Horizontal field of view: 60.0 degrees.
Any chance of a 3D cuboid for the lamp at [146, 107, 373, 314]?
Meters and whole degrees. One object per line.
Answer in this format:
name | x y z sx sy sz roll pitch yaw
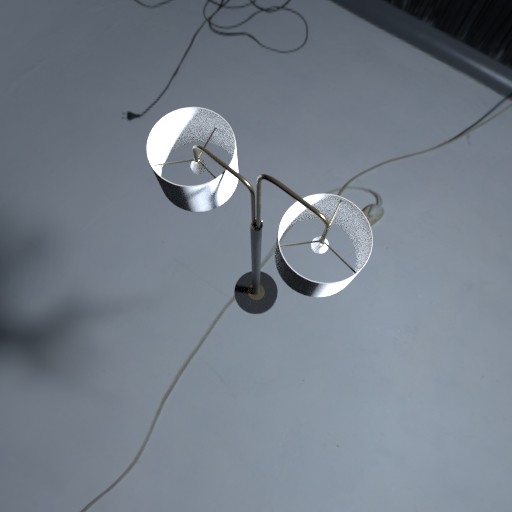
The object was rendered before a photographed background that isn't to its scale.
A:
lamp | 0.000 0.000 1.852 0.711 1.587 0.254 35 77 9
